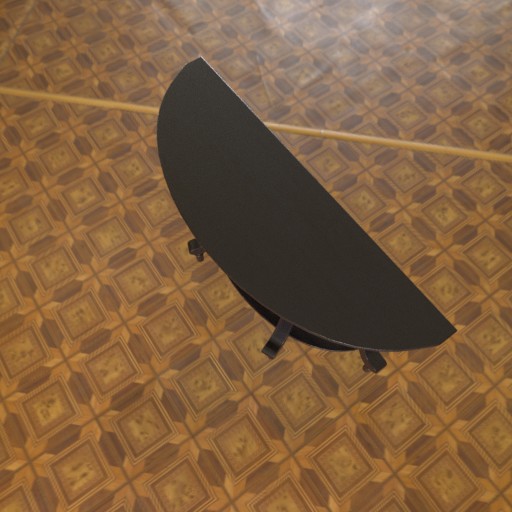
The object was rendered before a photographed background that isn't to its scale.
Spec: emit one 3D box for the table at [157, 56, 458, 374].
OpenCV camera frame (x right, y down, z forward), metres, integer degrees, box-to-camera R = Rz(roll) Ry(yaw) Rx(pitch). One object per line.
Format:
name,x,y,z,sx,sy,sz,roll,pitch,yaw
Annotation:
table,0.000,0.000,1.589,0.394,0.692,1.198,-33,69,-14
